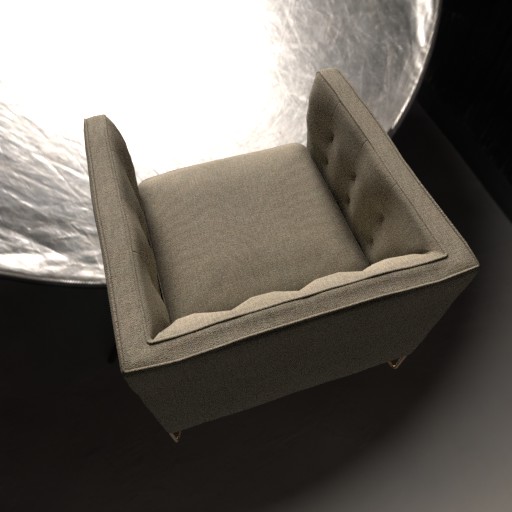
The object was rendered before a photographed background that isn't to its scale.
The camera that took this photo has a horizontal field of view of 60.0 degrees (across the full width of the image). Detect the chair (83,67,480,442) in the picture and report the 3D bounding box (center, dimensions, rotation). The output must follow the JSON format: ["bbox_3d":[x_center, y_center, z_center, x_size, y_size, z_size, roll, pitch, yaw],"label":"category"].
[{"bbox_3d":[0.000,0.000,1.574,0.920,0.799,0.912,-15,58,-10],"label":"chair"}]
